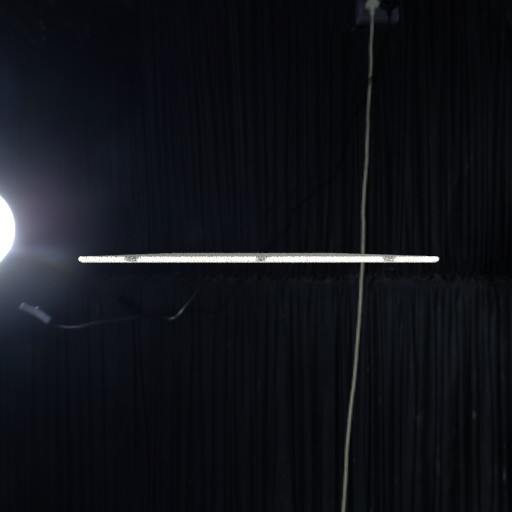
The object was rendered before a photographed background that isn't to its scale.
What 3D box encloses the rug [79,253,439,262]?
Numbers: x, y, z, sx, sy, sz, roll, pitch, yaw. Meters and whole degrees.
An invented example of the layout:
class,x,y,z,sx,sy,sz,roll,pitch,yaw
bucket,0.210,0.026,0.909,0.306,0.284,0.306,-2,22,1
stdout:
class,x,y,z,sx,sy,sz,roll,pitch,yaw
rug,0.000,0.000,2.996,1.501,0.024,2.348,0,1,-1
